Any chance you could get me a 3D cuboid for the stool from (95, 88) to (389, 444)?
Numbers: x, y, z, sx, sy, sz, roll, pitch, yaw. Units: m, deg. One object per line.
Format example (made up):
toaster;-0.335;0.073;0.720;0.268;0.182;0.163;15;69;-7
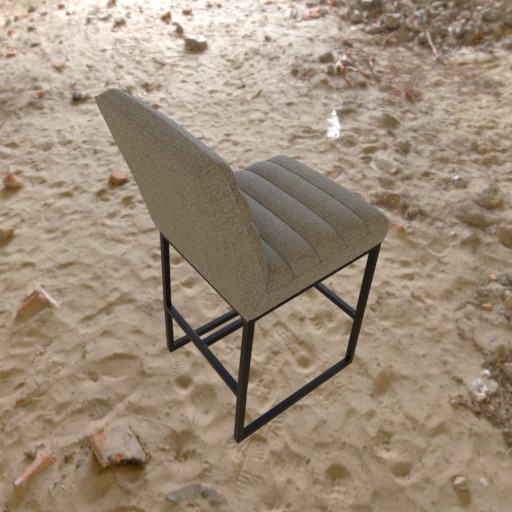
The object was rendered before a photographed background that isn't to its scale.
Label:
stool;0.000;0.000;1.255;0.560;0.940;0.460;-26;47;-27
